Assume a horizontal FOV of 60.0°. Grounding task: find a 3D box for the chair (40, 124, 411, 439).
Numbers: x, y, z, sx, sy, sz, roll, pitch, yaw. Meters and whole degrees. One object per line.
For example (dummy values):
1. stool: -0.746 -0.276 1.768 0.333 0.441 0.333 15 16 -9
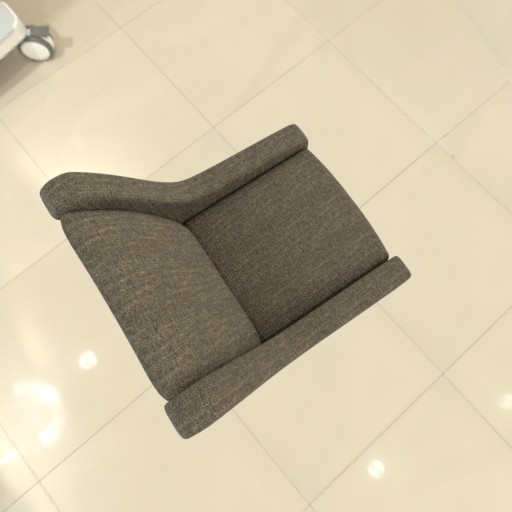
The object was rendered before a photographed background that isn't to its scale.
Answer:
1. chair: 0.000 0.000 1.674 0.944 1.012 0.793 -33 78 -8
